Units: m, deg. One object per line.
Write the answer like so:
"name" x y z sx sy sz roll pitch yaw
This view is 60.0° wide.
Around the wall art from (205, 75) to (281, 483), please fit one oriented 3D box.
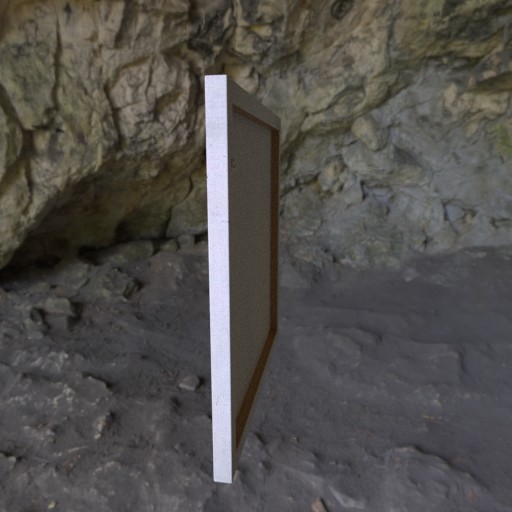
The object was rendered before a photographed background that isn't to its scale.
"wall art" 0.000 0.000 1.168 0.041 0.762 0.762 2 12 10
